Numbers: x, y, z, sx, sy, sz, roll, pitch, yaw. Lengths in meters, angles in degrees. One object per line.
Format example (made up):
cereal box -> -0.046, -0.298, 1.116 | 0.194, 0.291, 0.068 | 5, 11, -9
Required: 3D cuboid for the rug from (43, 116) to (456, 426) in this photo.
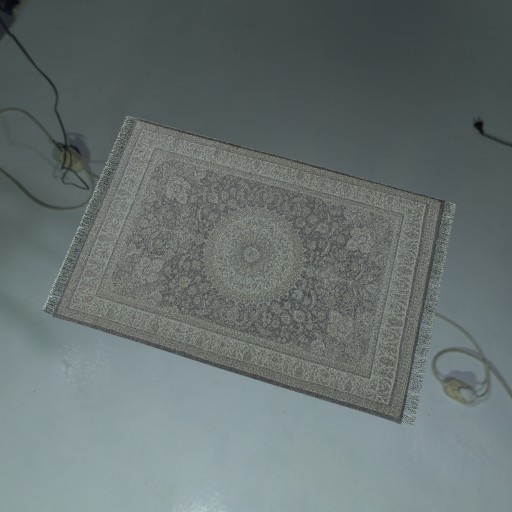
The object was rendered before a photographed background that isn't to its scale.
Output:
rug -> 0.000, 0.000, 2.967 | 2.440, 0.010, 1.528 | 16, 75, 5
